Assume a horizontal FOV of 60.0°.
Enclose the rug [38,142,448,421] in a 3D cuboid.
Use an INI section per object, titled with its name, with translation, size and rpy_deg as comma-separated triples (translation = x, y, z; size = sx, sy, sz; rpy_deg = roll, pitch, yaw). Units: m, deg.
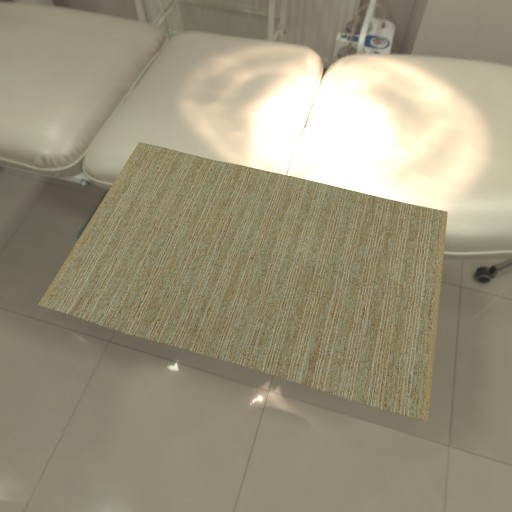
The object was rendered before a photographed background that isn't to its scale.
[rug]
translation = 0.000, 0.000, 3.024
size = 2.448, 0.012, 1.540
rpy_deg = 14, 59, 9
